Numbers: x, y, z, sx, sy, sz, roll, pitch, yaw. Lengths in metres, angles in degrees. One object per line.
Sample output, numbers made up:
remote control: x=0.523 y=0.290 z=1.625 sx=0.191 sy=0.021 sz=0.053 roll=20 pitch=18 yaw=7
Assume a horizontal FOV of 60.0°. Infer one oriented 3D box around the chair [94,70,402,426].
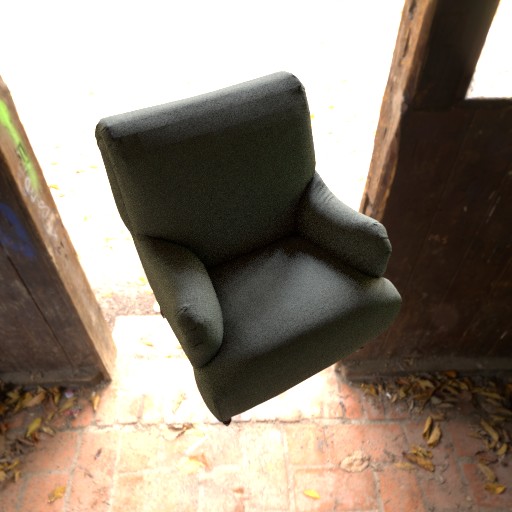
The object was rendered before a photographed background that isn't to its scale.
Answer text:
chair: x=0.000 y=0.000 z=1.999 sx=0.964 sy=1.178 sz=1.060 roll=-23 pitch=51 yaw=-20
